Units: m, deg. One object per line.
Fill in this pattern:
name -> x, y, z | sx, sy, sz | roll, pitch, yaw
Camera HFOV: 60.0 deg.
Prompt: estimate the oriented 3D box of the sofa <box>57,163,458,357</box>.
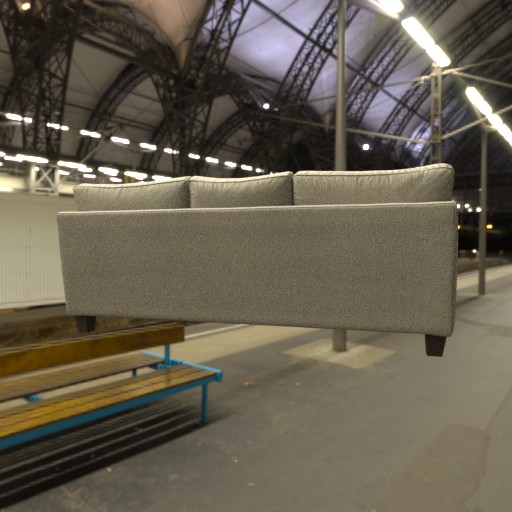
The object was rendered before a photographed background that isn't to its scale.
sofa -> 0.000, 0.000, 2.897 | 2.323, 0.991, 1.016 | 0, 1, 17
